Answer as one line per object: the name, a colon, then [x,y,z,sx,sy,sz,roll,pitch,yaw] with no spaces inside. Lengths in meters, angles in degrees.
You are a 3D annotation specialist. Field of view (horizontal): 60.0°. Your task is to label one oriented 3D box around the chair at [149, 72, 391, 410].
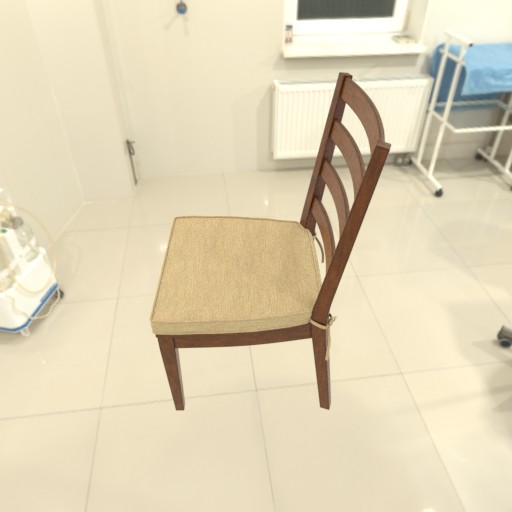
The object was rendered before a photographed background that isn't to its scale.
chair: [0.000,0.000,1.407,0.595,0.979,0.593,0,39,0]
